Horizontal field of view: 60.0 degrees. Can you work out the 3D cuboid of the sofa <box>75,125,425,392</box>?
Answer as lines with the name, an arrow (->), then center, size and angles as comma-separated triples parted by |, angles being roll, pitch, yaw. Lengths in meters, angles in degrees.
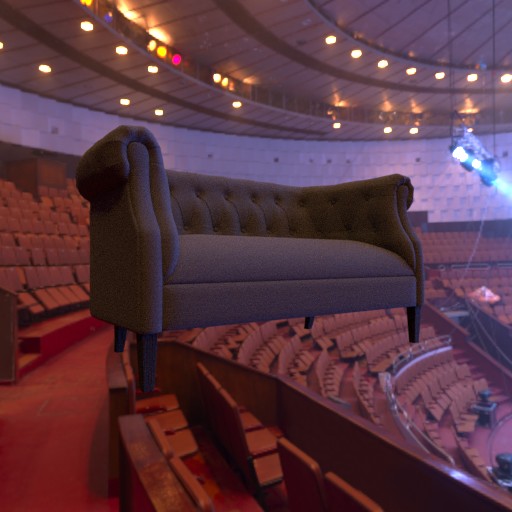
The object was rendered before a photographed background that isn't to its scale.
sofa -> 0.000, 0.000, 2.029 | 1.558, 0.827, 0.835 | 0, -1, -36
